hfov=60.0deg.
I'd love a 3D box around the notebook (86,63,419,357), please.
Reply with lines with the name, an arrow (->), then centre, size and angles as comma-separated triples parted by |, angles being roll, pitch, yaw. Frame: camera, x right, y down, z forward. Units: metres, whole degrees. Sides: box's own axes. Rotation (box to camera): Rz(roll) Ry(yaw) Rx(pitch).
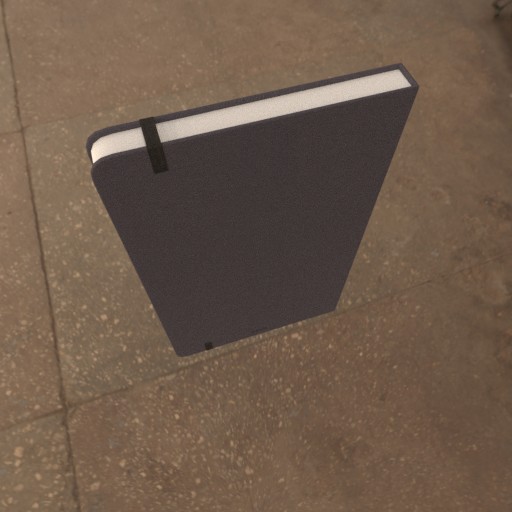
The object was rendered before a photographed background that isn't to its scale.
notebook -> 0.000, 0.000, 0.254 | 0.127, 0.213, 0.016 | -16, 61, -9
